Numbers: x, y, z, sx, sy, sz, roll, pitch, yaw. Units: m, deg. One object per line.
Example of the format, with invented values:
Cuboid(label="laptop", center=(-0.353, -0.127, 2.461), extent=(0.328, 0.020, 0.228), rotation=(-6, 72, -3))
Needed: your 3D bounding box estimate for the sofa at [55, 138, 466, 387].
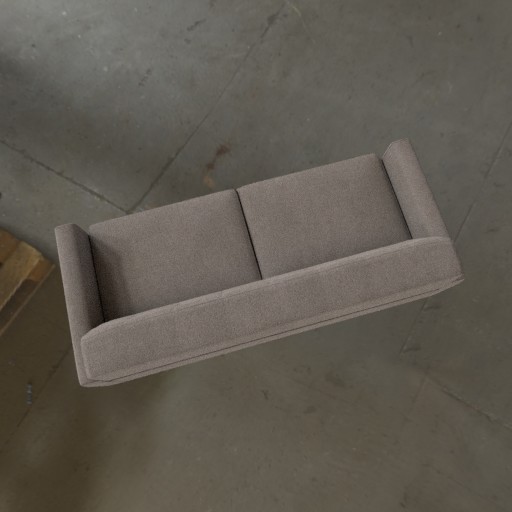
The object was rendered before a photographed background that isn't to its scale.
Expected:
Cuboid(label="sofa", center=(0.000, 0.000, 2.486), extent=(2.029, 0.841, 0.909), rotation=(-15, 75, -4))
